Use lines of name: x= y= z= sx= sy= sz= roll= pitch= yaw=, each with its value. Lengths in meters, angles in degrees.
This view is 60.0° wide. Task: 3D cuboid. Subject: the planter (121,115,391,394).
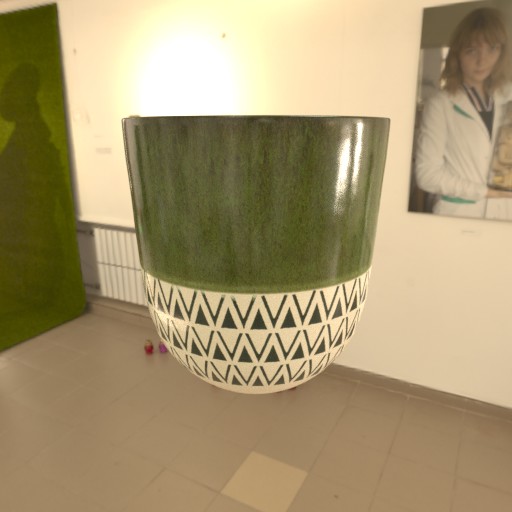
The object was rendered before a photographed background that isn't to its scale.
planter: x=0.000 y=0.000 z=0.457 sx=0.245 sy=0.270 sz=0.245 roll=0 pitch=16 yaw=0
